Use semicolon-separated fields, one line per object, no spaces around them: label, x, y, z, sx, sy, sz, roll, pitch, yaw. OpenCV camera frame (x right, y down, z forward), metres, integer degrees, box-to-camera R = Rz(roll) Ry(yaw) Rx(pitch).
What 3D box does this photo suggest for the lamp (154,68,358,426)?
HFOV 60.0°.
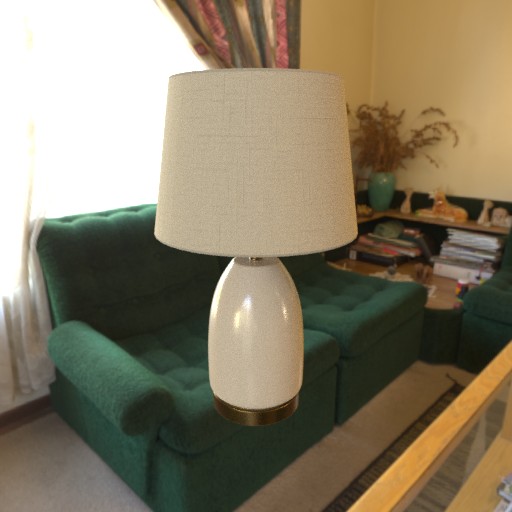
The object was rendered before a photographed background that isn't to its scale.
lamp;0.000;0.000;0.648;0.285;0.483;0.285;0;16;0
